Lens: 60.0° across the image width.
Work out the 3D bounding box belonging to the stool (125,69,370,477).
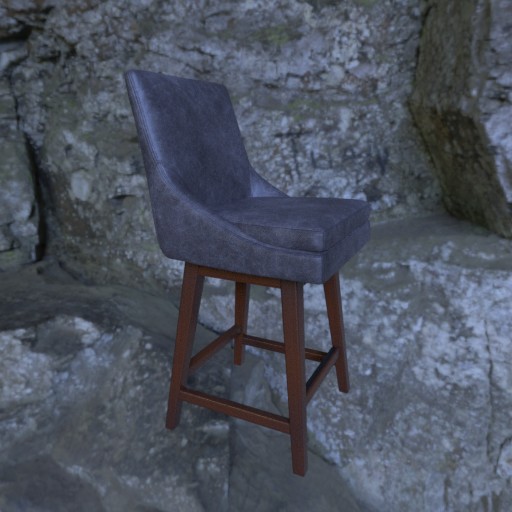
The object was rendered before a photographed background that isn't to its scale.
[{"bbox_3d":[0.000,0.000,1.353,0.587,1.046,0.492,8,18,25],"label":"stool"}]
